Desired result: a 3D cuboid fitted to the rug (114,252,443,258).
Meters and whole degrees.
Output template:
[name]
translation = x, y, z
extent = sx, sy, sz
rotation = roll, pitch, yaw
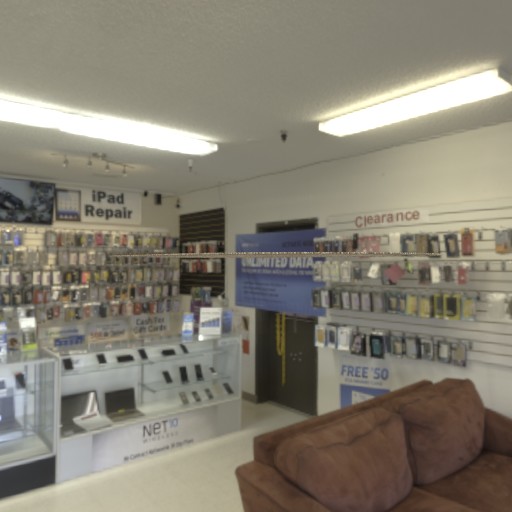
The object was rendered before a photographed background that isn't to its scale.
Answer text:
[rug]
translation = 0.000, 0.000, 2.980
extent = 1.520, 0.006, 2.432
rotation = 1, -1, -38
